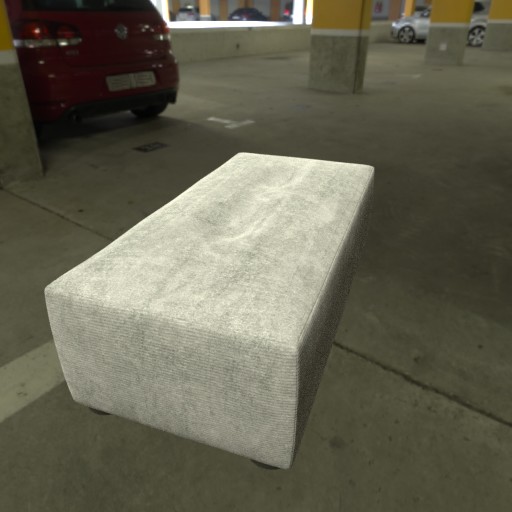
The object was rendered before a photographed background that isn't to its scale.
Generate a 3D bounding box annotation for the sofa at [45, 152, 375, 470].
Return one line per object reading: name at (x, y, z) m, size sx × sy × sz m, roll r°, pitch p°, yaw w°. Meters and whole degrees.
sofa at (0.000, 0.000, 1.133) m, size 0.480 × 0.330 × 0.930 m, roll 10°, pitch 30°, yaw 17°
